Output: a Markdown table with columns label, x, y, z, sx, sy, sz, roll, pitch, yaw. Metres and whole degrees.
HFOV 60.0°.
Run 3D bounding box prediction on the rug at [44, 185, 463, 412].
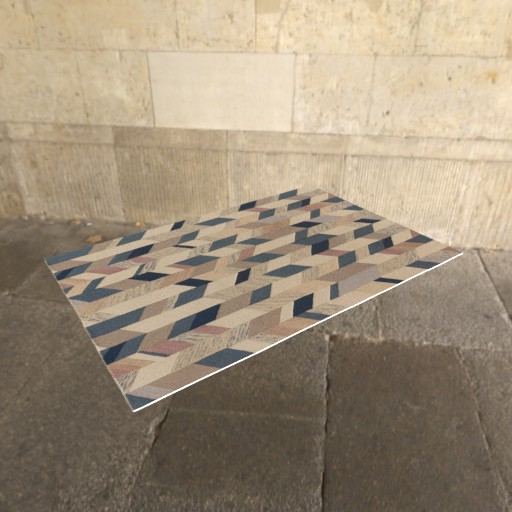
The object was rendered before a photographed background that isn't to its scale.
| label | x | y | z | sx | sy | sz | roll | pitch | yaw |
| --- | --- | --- | --- | --- | --- | --- | --- | --- | --- |
| rug | 0.000 | 0.000 | 2.297 | 1.813 | 0.006 | 1.202 | -19 | 35 | -30 |
